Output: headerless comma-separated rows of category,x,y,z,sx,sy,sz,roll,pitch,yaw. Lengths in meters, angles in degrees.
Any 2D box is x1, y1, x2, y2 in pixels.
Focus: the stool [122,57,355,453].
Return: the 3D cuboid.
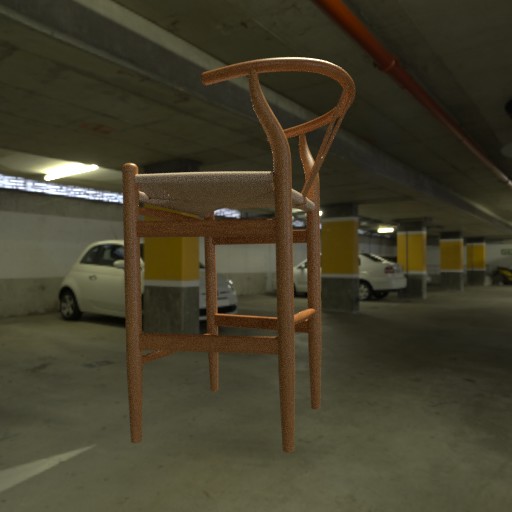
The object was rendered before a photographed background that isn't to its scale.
stool,0.000,0.000,1.315,0.579,0.970,0.569,0,-1,19
